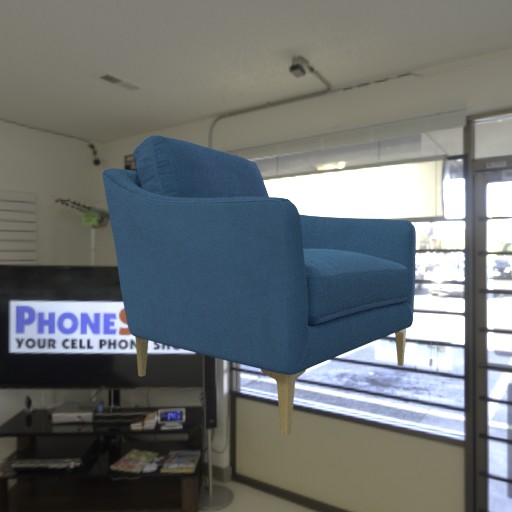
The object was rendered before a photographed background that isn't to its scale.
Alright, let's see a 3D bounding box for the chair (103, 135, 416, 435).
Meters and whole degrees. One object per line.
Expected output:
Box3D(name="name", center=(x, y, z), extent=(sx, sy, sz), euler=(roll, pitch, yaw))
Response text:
Box3D(name="chair", center=(0.000, 0.000, 1.725), extent=(0.961, 0.899, 0.987), euler=(0, 0, 37))
